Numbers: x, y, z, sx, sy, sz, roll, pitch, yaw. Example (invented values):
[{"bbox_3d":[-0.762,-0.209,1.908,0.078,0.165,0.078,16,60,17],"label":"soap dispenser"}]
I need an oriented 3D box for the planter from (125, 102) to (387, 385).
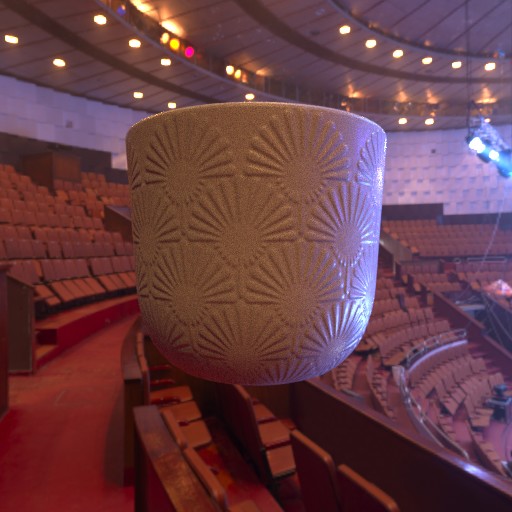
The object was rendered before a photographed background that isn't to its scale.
[{"bbox_3d":[0.000,0.000,0.300,0.170,0.152,0.170,0,0,0],"label":"planter"}]
